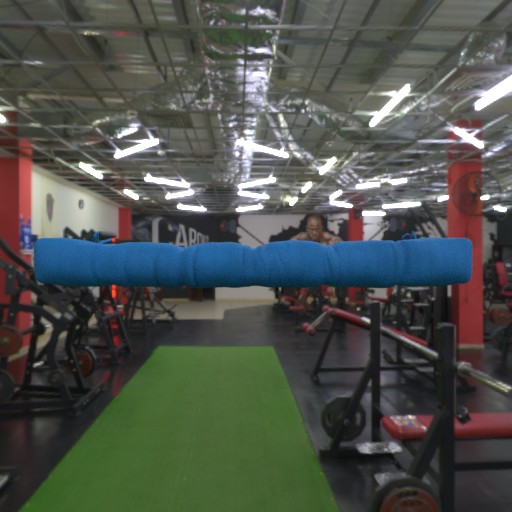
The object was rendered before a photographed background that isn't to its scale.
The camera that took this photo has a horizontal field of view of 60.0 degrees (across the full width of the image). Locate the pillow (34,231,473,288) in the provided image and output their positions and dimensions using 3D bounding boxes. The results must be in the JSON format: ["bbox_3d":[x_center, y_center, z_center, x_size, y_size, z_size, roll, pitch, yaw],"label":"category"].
[{"bbox_3d":[0.000,0.000,1.364,1.194,0.174,0.511,0,0,0],"label":"pillow"}]
